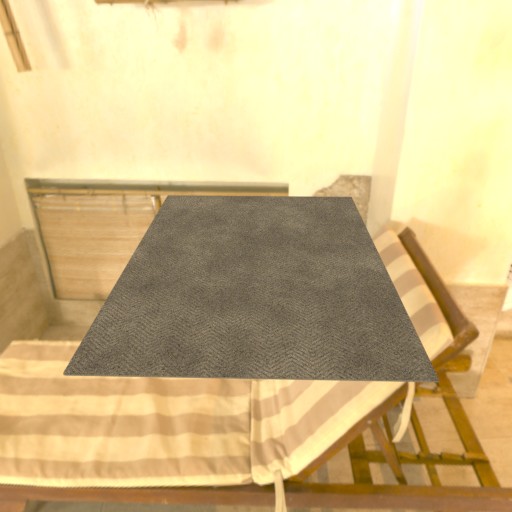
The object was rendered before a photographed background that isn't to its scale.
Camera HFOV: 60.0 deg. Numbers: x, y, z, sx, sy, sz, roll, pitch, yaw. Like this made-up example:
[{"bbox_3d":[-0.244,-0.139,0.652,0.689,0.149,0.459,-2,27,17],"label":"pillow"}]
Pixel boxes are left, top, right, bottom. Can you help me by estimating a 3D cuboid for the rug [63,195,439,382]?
[{"bbox_3d":[0.000,0.000,2.867,1.600,0.008,2.235,1,28,1],"label":"rug"}]
